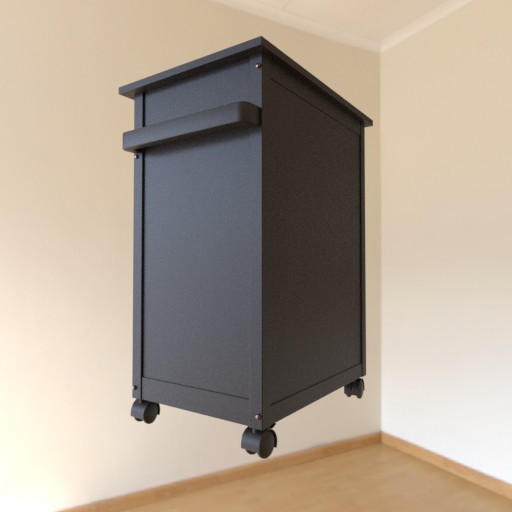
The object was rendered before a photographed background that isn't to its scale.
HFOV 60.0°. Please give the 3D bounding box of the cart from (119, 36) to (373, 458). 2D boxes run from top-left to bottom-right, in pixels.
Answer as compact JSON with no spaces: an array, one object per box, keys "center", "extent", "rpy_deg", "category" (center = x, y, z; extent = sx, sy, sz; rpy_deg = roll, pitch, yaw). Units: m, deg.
[{"center":[0.000,0.000,1.274],"extent":[0.456,0.879,0.660],"rpy_deg":[-1,-2,35],"category":"cart"}]
